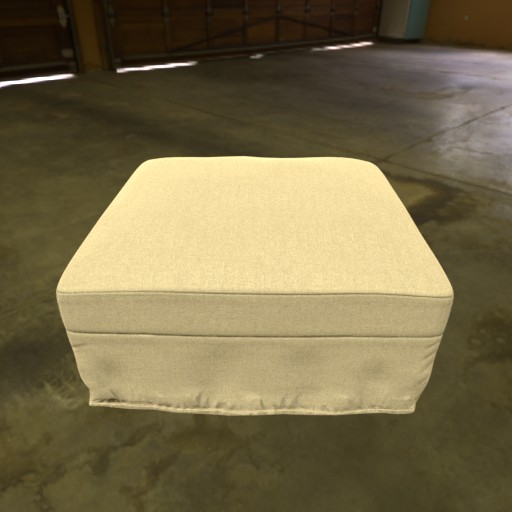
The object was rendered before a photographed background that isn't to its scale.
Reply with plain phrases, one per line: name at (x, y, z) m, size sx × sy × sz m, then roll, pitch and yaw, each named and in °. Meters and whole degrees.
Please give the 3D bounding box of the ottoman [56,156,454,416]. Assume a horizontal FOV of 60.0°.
ottoman at (0.000, 0.000, 1.326) m, size 0.843 × 0.436 × 0.840 m, roll 1°, pitch 31°, yaw 1°
